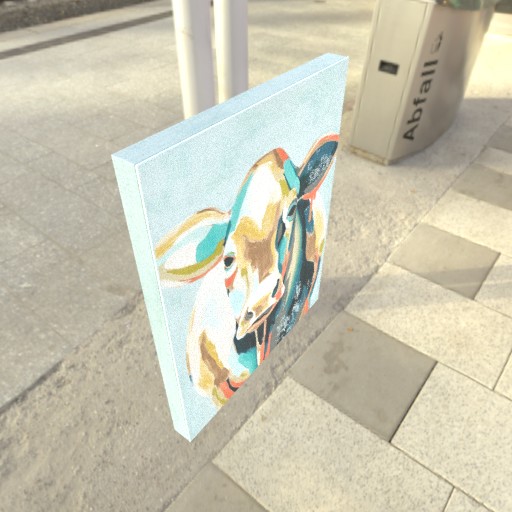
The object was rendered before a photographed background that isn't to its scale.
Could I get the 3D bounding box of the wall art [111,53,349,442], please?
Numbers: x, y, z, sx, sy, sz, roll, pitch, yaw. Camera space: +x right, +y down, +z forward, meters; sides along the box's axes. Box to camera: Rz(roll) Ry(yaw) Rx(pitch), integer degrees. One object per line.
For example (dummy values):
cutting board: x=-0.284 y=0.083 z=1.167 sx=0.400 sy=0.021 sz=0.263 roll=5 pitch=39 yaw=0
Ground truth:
wall art: x=0.000 y=0.000 z=0.700 sx=0.037 sy=0.509 sz=0.409 roll=26 pitch=47 yaw=27
